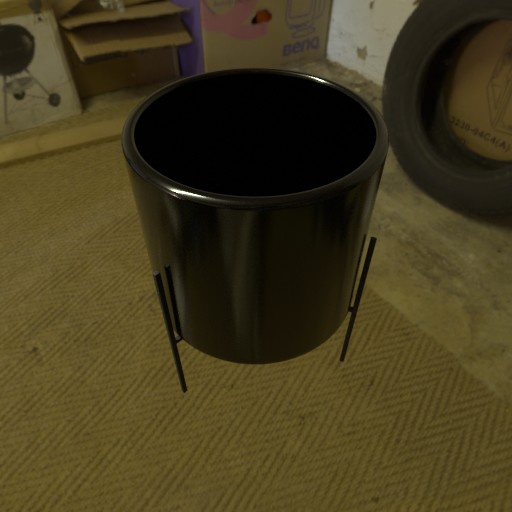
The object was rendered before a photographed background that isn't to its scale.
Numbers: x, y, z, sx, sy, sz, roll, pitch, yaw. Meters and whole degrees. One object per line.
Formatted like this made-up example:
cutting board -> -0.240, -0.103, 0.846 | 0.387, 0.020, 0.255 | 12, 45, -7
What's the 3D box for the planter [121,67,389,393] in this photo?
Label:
planter -> 0.000, 0.000, 0.654 | 0.310, 0.432, 0.310 | 25, 51, 22
